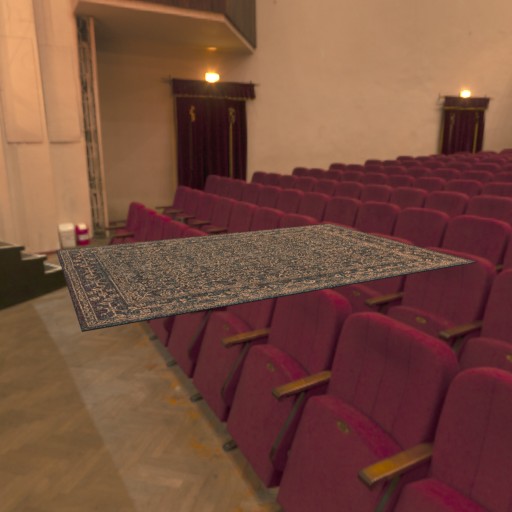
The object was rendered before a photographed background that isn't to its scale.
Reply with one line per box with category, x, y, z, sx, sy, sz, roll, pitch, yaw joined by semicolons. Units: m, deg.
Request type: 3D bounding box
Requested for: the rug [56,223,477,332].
rug;0.000;0.000;2.284;1.819;0.005;1.200;-7;16;-26
